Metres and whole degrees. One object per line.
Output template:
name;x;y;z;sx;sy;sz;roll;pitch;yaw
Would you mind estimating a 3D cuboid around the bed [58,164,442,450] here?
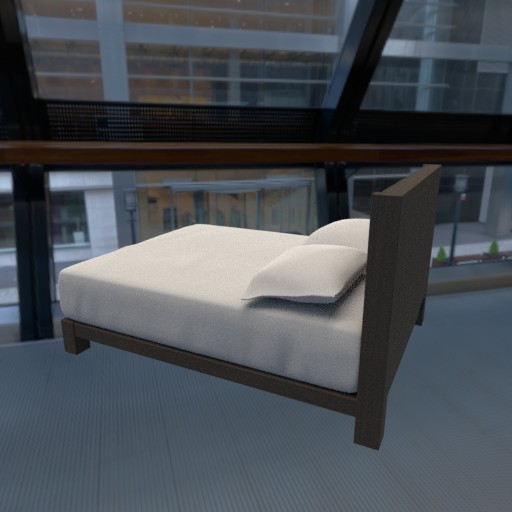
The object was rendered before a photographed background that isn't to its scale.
bed;0.000;0.000;3.249;2.242;1.270;1.727;8;18;26
